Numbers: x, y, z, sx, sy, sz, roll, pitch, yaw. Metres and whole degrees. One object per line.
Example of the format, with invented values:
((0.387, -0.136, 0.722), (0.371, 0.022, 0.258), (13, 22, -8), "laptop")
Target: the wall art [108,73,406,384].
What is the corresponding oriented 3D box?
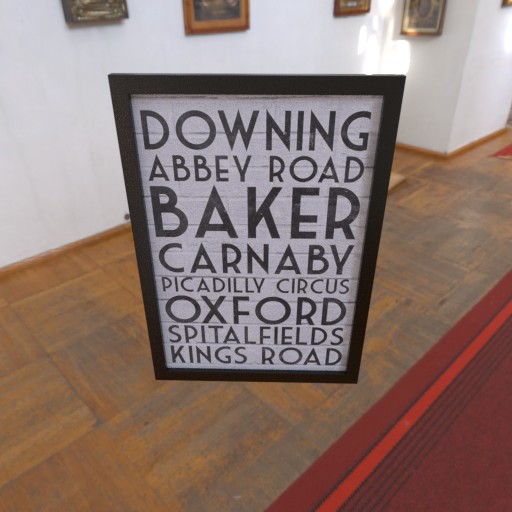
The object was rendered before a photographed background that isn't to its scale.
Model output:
((0.000, 0.000, 0.564), (0.304, 0.432, 0.013), (1, 30, 1), "wall art")
